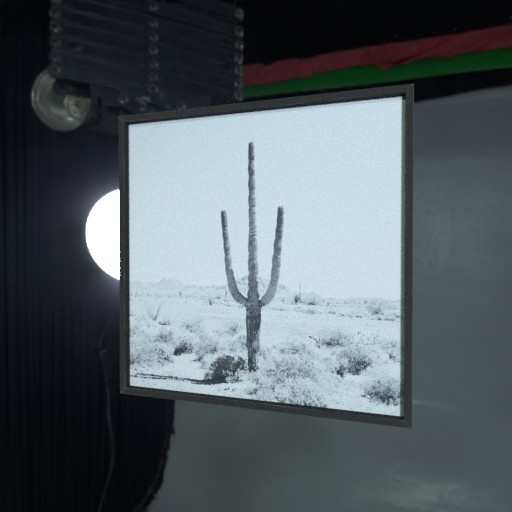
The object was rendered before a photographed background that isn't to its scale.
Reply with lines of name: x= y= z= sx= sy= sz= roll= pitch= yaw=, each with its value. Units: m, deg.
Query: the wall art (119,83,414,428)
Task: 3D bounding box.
wall art: x=0.000 y=0.000 z=0.458 sx=0.305 sy=0.305 sz=0.038 roll=0 pitch=1 yaw=19
